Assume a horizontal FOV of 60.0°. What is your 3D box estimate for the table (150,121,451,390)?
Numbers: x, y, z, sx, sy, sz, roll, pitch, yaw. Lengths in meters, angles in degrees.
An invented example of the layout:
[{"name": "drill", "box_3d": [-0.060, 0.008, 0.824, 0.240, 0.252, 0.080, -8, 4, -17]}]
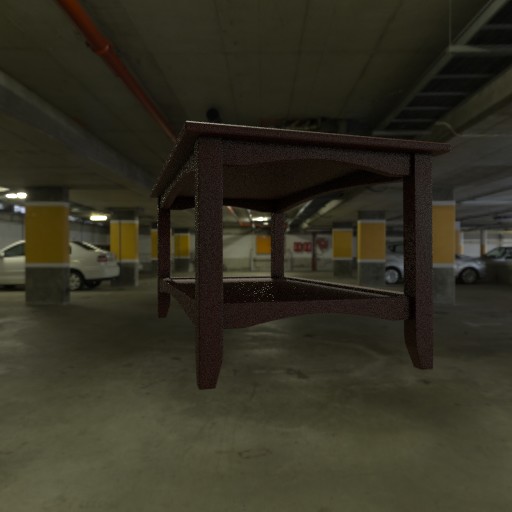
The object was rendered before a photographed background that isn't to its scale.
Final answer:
[{"name": "table", "box_3d": [0.000, 0.000, 1.264, 0.533, 0.456, 0.943, 0, 0, -17]}]
